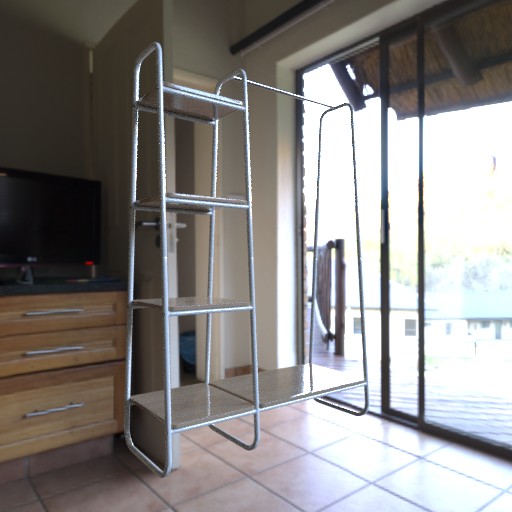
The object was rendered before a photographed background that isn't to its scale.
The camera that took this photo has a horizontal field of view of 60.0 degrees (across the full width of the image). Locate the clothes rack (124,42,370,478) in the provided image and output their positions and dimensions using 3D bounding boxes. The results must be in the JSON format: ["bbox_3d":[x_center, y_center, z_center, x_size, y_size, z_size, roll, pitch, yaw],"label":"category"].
[{"bbox_3d":[0.000,0.000,1.900,1.011,1.500,0.400,1,-1,-37],"label":"clothes rack"}]
